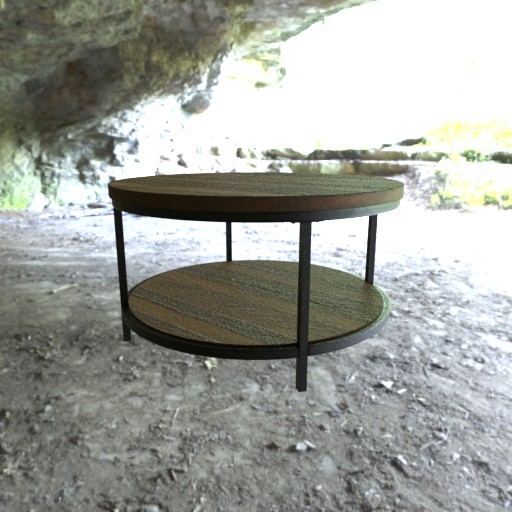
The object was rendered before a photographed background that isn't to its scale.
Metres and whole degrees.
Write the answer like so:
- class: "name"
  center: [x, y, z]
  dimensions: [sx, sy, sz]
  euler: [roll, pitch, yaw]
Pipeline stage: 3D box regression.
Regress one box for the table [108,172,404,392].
- class: "table"
  center: [0.000, 0.000, 1.371]
  dimensions: [0.837, 0.462, 0.837]
  euler: [0, 14, 0]
